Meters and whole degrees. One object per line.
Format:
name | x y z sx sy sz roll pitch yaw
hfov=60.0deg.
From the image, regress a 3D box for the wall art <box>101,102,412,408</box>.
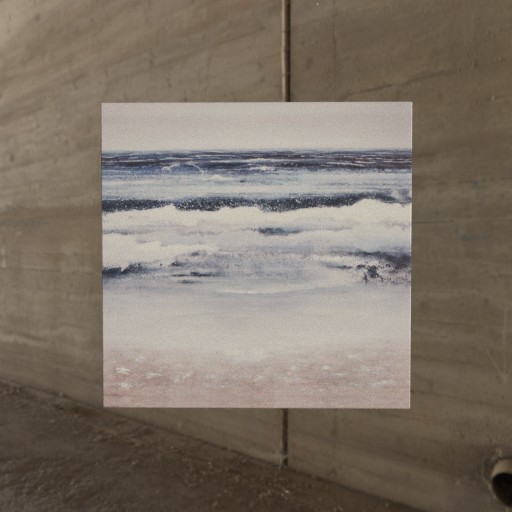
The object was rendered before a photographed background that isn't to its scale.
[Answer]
wall art | 0.000 0.000 1.111 0.755 0.747 0.065 0 1 1
